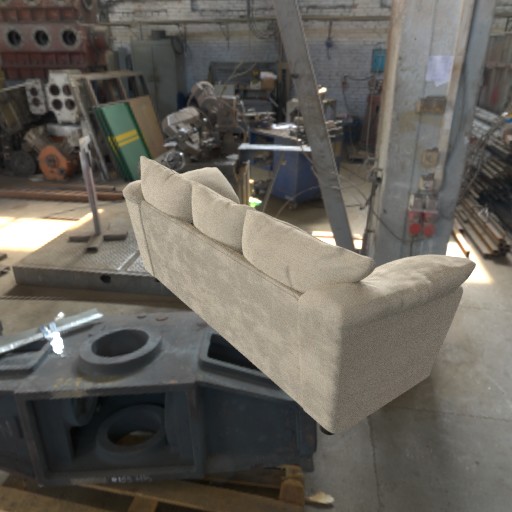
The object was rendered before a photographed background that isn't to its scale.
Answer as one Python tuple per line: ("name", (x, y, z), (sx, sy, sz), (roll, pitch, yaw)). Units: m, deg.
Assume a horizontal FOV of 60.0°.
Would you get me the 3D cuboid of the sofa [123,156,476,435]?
("sofa", (0.000, 0.000, 2.806), (0.893, 0.981, 2.377), (-17, 29, -32))
